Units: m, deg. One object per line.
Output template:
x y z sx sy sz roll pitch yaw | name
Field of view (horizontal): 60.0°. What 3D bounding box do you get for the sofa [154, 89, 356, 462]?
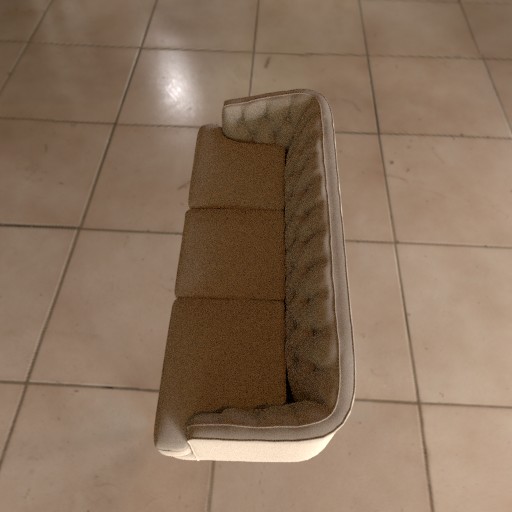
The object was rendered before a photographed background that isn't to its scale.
0.000 0.000 2.724 0.941 0.855 2.278 2 57 1 | sofa
